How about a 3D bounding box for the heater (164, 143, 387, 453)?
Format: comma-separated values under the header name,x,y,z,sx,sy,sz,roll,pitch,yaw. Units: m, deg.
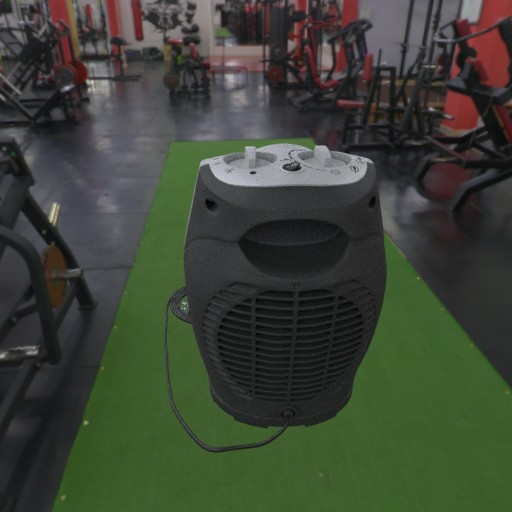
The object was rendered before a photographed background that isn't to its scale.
name,x,y,z,sx,sy,sz,roll,pitch,yaw
heater,0.000,0.000,0.474,0.239,0.255,0.291,-1,28,-2
